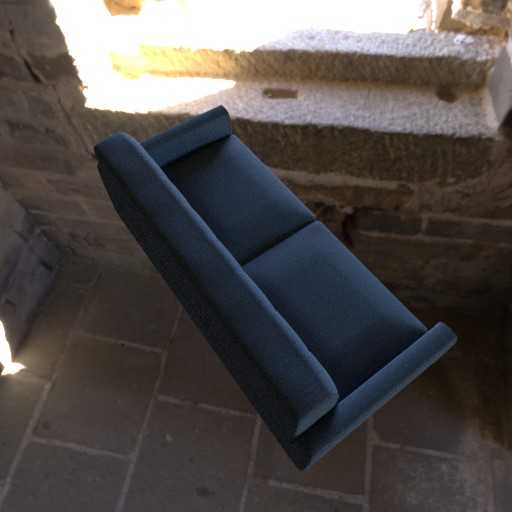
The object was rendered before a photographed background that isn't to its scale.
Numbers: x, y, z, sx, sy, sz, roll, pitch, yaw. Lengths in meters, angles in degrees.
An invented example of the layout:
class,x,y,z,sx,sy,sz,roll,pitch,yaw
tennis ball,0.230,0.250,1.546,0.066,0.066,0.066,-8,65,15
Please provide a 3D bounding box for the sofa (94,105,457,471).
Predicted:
class,x,y,z,sx,sy,sz,roll,pitch,yaw
sofa,0.000,0.000,2.543,0.942,0.884,2.055,-32,64,-18
